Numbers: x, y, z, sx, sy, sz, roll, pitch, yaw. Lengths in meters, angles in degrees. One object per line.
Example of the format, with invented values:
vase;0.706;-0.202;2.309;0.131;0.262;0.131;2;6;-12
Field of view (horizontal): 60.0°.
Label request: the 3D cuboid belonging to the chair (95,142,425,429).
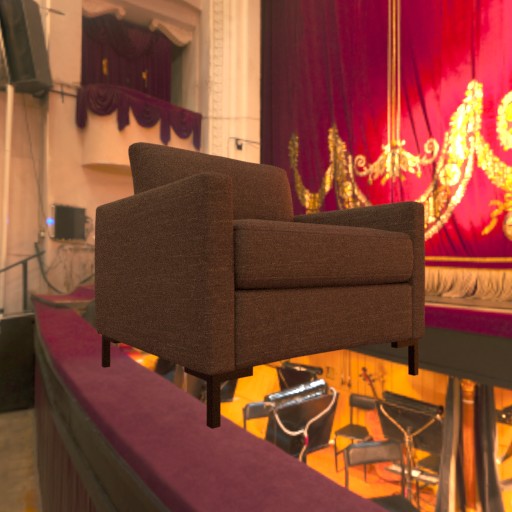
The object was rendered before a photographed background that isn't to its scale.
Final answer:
chair;0.000;0.000;1.626;0.940;0.841;0.845;1;-1;-37
